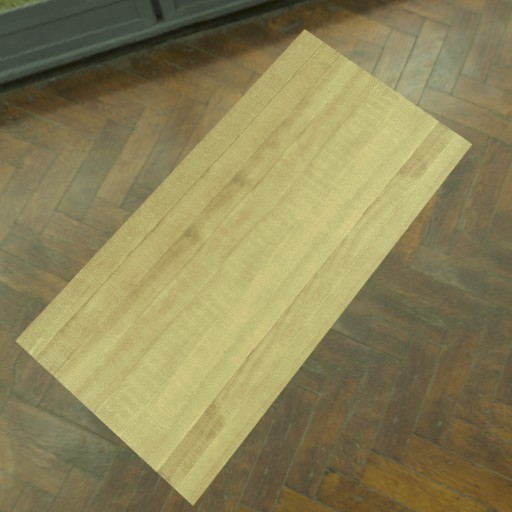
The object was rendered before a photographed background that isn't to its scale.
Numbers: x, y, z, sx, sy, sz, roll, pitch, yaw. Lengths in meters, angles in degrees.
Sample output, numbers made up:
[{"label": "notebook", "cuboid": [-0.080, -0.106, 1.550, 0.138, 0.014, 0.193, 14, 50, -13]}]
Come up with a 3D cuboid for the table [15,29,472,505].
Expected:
[{"label": "table", "cuboid": [0.000, 0.000, 1.285, 0.551, 0.399, 1.100, 39, 80, 8]}]
